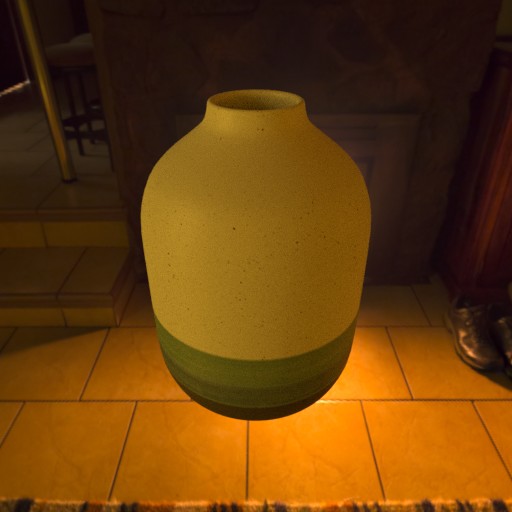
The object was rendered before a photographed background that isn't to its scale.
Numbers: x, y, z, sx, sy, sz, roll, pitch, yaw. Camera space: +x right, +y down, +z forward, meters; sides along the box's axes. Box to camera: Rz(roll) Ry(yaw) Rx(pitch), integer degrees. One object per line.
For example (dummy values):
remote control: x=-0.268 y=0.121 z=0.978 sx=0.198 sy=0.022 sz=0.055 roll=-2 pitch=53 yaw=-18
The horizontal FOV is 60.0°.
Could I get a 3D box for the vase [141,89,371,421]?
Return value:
vase: x=0.000 y=0.000 z=0.352 sx=0.169 sy=0.240 sz=0.169 roll=0 pitch=32 yaw=0
